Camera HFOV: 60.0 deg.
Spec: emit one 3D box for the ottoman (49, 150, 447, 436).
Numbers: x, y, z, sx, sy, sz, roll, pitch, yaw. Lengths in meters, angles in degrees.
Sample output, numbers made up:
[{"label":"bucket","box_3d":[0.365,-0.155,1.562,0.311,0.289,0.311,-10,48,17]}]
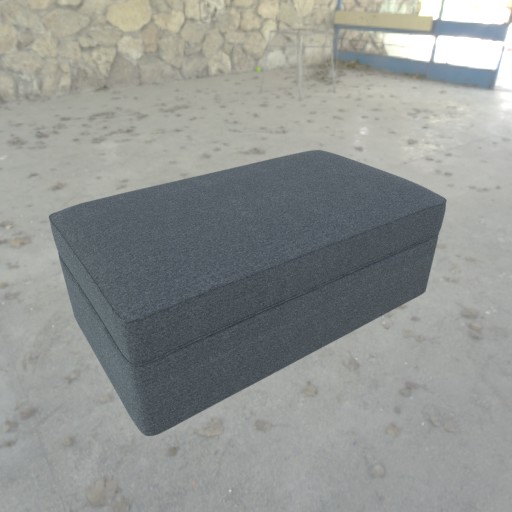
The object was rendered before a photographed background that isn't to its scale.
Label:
[{"label":"ottoman","box_3d":[0.000,0.000,1.561,1.173,0.494,0.681,-20,36,-30]}]
